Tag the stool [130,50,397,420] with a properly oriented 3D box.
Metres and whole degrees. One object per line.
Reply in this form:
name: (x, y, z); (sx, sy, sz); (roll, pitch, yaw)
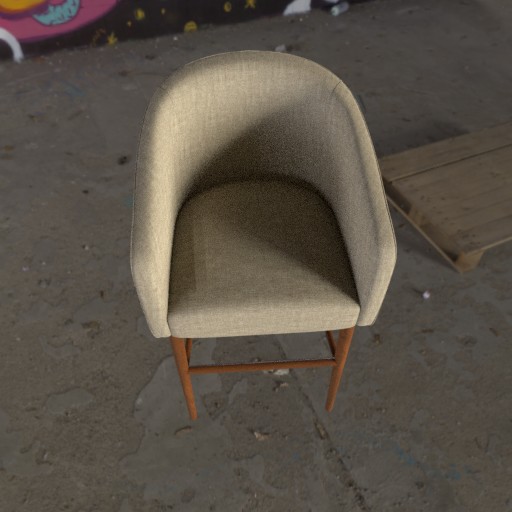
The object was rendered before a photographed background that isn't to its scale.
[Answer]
stool: (0.000, 0.000, 1.327); (0.559, 0.952, 0.635); (-3, 47, -3)
